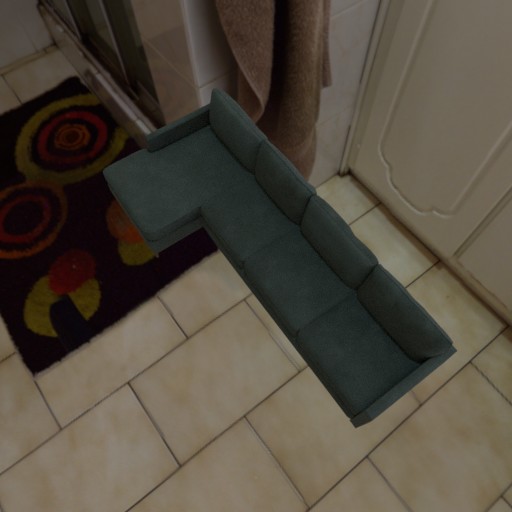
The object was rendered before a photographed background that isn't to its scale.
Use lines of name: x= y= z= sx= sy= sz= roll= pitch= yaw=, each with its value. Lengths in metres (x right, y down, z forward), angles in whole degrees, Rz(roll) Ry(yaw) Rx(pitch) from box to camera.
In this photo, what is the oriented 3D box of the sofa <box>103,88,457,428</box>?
sofa: x=0.000 y=0.000 z=4.119 sx=1.500 sy=0.967 sz=3.400 roll=-32 pitch=68 yaw=-15
